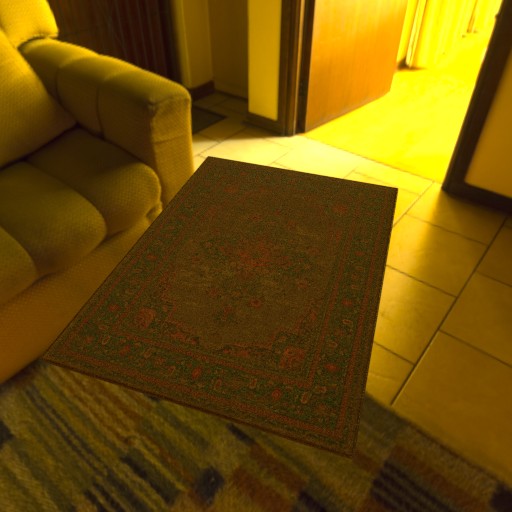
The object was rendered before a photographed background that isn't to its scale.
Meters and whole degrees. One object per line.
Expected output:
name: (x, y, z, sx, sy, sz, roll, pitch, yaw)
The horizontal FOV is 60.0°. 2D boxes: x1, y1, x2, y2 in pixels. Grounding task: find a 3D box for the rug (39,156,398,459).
rug: (0.000, 0.000, 2.856, 1.609, 0.013, 2.214, 12, 43, 14)
